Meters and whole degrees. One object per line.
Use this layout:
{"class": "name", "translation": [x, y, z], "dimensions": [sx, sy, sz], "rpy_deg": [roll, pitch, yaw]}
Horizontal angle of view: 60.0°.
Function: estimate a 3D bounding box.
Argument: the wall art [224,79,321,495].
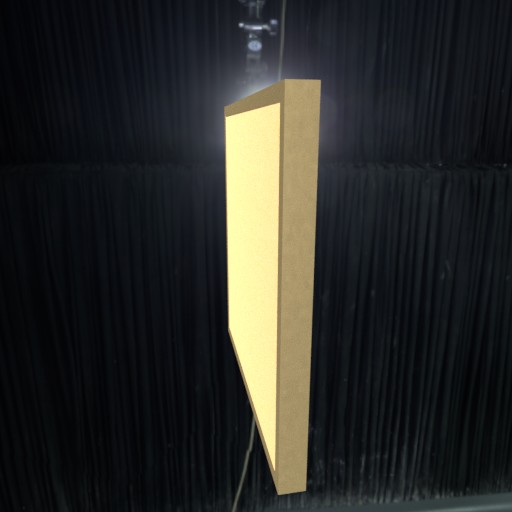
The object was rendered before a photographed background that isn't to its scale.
{"class": "wall art", "translation": [0.000, 0.000, 1.909], "dimensions": [0.095, 1.284, 1.284], "rpy_deg": [-3, 16, -10]}
